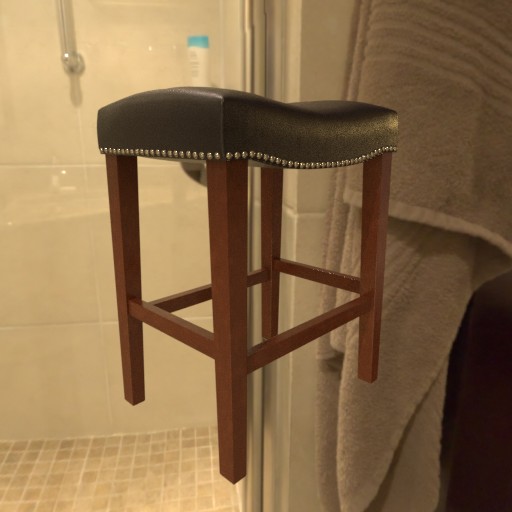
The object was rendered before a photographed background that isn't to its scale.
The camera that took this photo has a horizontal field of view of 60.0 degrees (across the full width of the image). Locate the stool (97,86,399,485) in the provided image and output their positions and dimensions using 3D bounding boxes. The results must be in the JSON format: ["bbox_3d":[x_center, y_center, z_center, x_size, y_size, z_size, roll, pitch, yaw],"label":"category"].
[{"bbox_3d":[0.000,0.000,0.959,0.372,0.654,0.504,14,21,43],"label":"stool"}]
